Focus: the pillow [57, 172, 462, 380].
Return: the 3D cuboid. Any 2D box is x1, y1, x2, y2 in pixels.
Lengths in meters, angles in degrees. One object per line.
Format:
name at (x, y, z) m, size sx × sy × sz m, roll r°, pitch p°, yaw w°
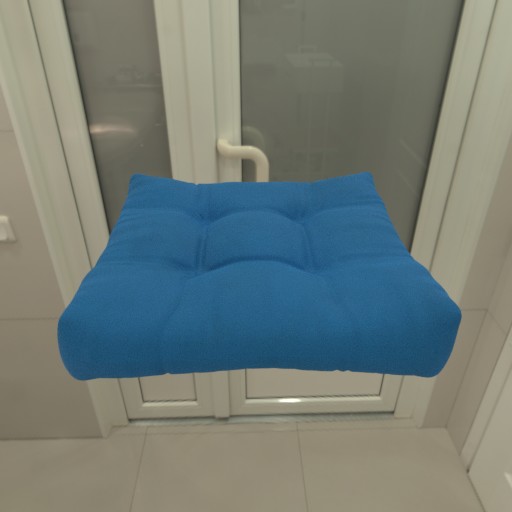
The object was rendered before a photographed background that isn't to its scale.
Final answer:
pillow at (0.000, 0.000, 0.718) m, size 0.490 × 0.128 × 0.468 m, roll -1°, pitch 32°, yaw -2°
